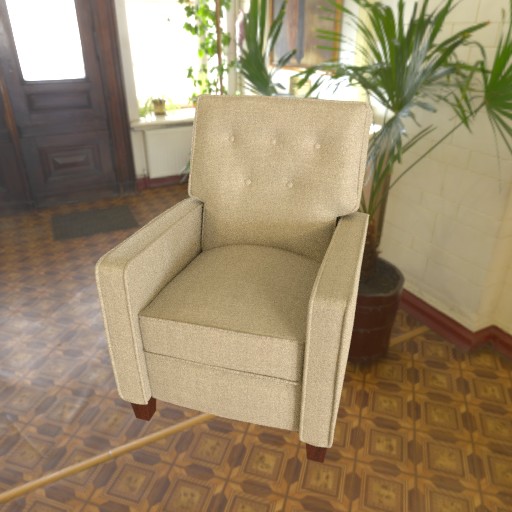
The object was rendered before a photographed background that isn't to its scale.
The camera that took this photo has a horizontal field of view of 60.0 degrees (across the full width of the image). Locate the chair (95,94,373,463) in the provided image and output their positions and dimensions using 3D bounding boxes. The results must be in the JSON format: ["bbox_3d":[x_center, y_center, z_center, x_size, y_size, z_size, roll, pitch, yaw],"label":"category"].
[{"bbox_3d":[0.000,0.000,1.393,0.648,0.888,0.754,8,28,14],"label":"chair"}]
